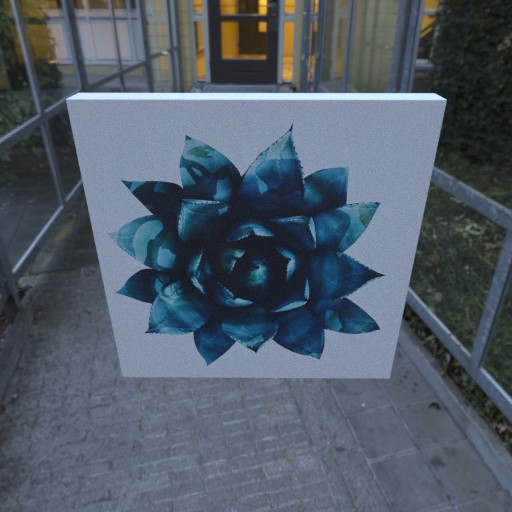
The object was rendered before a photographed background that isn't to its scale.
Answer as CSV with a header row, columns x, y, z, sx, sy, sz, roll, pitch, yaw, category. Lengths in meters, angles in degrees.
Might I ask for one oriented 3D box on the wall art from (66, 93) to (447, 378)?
x,y,z,sx,sy,sz,roll,pitch,yaw,category
0.000,0.000,0.590,0.406,0.406,0.038,0,30,0,wall art
